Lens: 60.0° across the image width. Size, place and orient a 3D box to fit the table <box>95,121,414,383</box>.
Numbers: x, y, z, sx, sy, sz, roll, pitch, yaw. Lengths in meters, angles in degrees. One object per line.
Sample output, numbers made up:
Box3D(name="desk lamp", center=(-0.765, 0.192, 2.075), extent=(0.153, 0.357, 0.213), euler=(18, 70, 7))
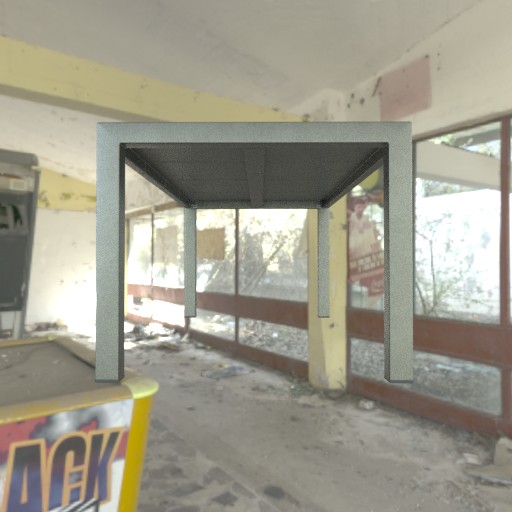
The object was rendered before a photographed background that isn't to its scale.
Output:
Box3D(name="table", center=(0.000, 0.000, 1.260), extent=(0.559, 0.460, 0.965), euler=(0, -1, 0))
